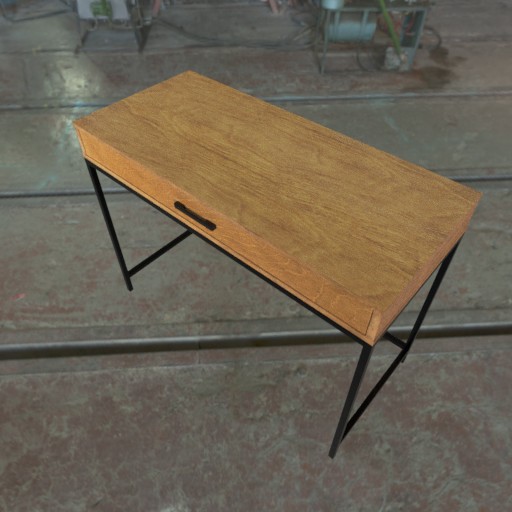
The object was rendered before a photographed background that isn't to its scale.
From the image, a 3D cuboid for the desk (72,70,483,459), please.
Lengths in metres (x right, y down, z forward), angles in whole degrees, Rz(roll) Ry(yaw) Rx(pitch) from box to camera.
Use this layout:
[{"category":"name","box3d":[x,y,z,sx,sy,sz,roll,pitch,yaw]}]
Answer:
[{"category":"desk","box3d":[0.000,0.000,1.431,1.016,0.762,0.470,32,54,27]}]
